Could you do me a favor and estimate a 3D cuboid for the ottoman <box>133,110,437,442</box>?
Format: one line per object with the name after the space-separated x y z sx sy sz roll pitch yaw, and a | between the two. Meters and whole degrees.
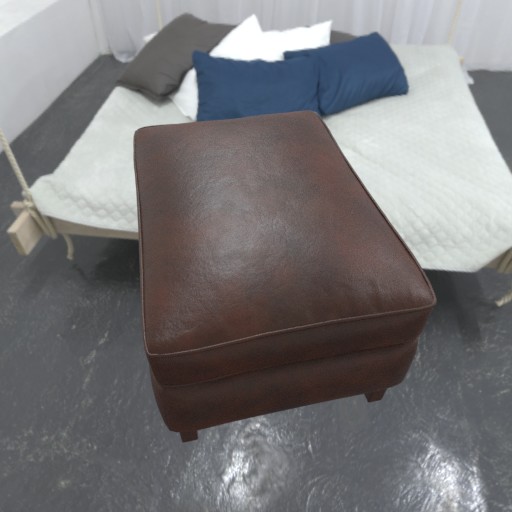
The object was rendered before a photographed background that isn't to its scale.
0.000 0.000 0.990 0.501 0.432 0.665 -9 46 -9 | ottoman
